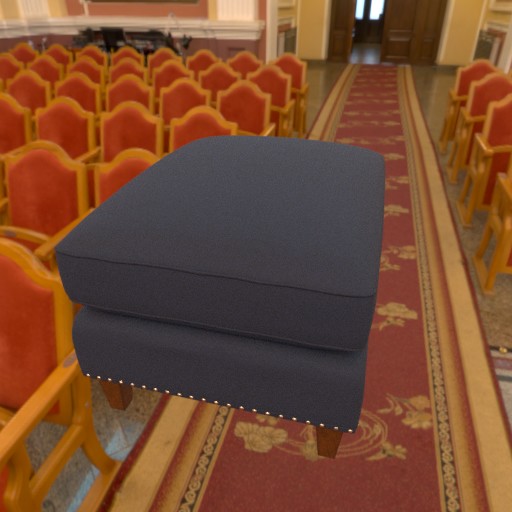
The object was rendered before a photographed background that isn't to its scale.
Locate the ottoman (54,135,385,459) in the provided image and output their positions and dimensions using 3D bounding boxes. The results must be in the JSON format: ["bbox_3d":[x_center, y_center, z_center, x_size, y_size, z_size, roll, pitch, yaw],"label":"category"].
[{"bbox_3d":[0.000,0.000,1.118,0.584,0.513,0.741,8,31,13],"label":"ottoman"}]
